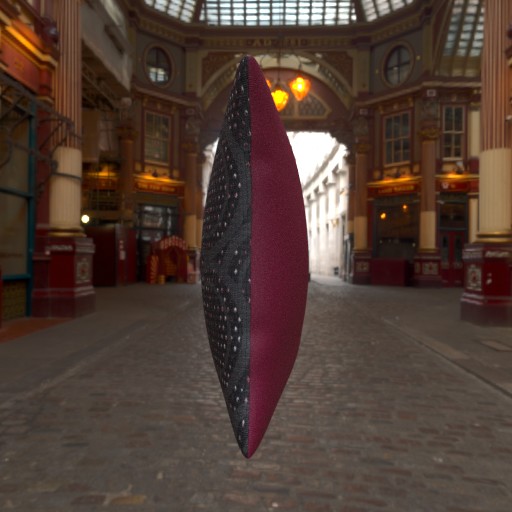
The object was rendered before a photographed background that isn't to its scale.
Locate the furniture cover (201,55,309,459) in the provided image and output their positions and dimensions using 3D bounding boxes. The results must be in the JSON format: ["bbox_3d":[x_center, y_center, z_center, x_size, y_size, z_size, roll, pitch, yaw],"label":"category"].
[{"bbox_3d":[0.000,0.000,0.826,0.193,0.509,0.552,0,0,2],"label":"furniture cover"}]
